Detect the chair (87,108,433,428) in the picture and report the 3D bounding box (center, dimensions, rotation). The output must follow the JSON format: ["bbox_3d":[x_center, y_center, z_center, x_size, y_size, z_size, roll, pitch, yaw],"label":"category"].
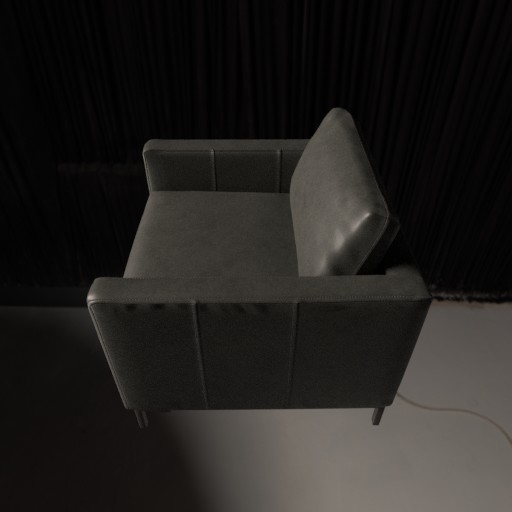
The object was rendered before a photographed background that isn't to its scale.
[{"bbox_3d":[0.000,0.000,1.496,0.861,0.824,0.967,0,41,-1],"label":"chair"}]
